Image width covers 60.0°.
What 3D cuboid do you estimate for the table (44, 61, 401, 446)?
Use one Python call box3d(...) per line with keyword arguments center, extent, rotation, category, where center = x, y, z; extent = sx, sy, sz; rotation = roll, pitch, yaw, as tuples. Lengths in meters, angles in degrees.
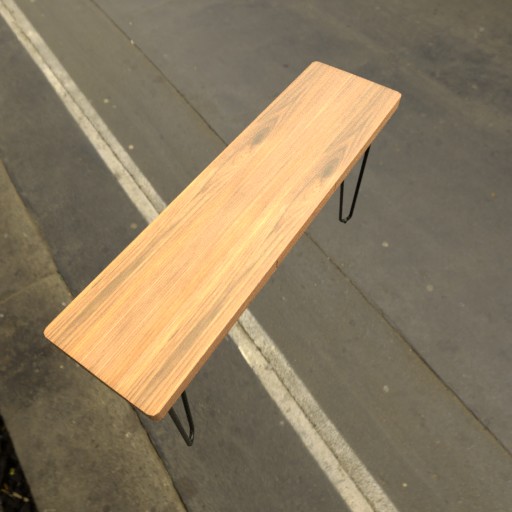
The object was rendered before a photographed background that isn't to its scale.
box3d(center=(0.000, 0.000, 1.896), extent=(0.425, 0.834, 1.570), rotation=(29, 62, 18), category="table")
